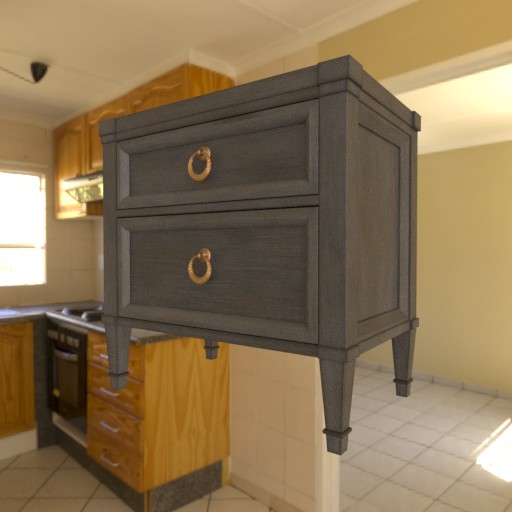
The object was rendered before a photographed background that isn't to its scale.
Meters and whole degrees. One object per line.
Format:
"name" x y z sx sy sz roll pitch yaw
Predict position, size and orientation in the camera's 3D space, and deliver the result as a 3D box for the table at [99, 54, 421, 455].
"table" 0.000 0.000 1.072 0.660 0.660 0.413 1 1 35
